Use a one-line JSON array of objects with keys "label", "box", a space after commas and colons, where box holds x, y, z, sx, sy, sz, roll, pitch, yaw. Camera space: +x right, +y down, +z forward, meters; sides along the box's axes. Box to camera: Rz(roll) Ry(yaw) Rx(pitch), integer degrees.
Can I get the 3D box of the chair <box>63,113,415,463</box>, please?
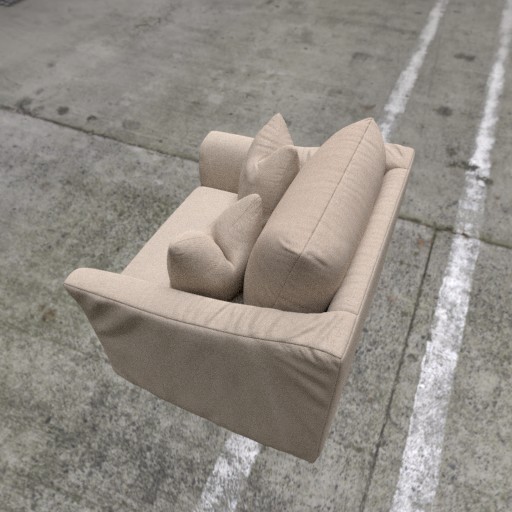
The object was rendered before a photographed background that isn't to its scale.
[{"label": "chair", "box": [0.000, 0.000, 1.996, 1.071, 1.093, 1.194, 18, 49, 16]}]
